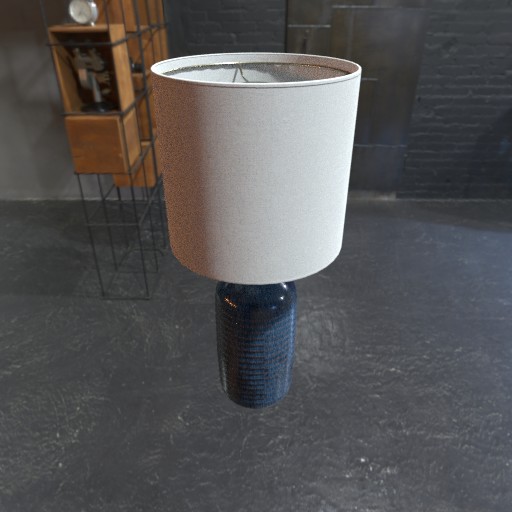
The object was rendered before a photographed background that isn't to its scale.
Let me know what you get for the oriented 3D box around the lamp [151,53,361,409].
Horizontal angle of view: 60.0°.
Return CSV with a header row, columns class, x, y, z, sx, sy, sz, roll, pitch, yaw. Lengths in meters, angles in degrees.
class,x,y,z,sx,sy,sz,roll,pitch,yaw
lamp,0.000,0.000,0.595,0.220,0.475,0.220,1,31,2
